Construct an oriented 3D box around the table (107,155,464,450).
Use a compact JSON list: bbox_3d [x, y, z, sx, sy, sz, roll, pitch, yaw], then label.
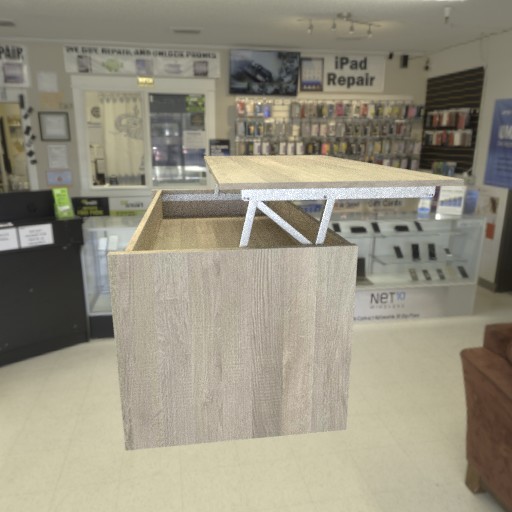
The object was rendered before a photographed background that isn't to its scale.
[{"bbox_3d":[0.000,0.000,1.403,0.712,0.570,1.000,-2,16,-8],"label":"table"}]
